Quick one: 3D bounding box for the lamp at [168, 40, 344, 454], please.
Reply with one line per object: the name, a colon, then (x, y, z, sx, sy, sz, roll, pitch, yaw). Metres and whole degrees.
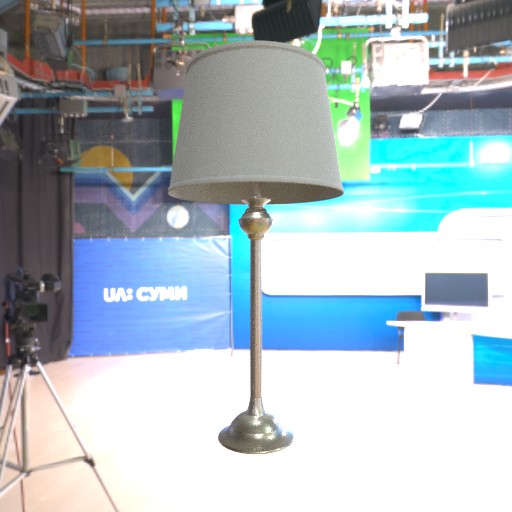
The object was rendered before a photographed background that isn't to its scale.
lamp: (0.000, 0.000, 0.849, 0.331, 0.698, 0.331, 0, 0, 0)
